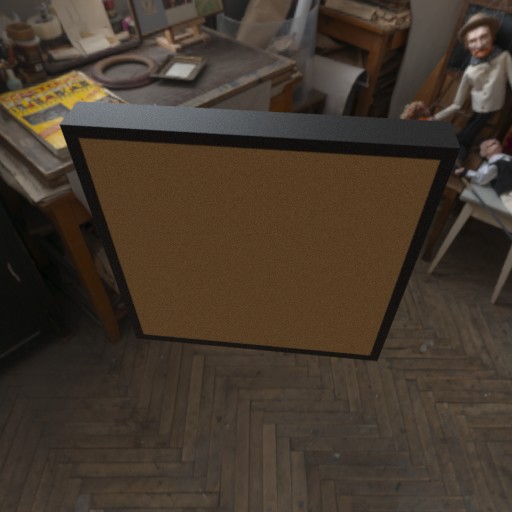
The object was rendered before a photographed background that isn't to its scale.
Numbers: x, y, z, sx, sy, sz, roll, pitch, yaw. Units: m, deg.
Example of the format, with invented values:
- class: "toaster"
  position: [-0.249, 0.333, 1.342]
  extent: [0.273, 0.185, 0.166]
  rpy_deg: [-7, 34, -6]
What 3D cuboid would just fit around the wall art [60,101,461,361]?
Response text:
- class: "wall art"
  position: [0.000, 0.000, 0.457]
  extent: [0.304, 0.304, 0.038]
  rpy_deg: [5, 47, 4]
